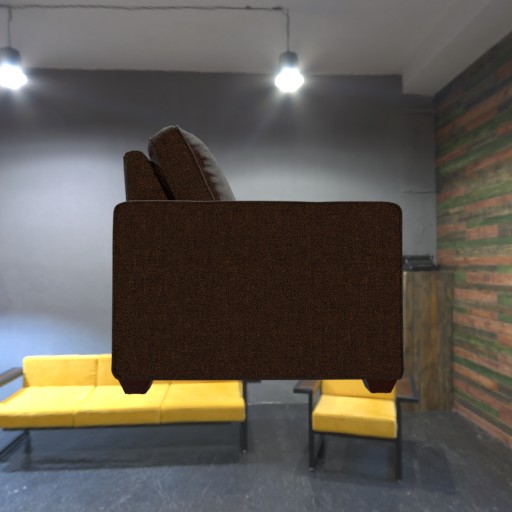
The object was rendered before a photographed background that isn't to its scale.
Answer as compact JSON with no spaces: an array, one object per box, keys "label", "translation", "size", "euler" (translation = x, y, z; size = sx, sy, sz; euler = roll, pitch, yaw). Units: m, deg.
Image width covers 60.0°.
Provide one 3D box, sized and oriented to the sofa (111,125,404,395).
[{"label":"sofa","translation":[0.000,0.000,2.228],"size":[0.947,0.918,1.709],"euler":[0,-1,-1]}]
